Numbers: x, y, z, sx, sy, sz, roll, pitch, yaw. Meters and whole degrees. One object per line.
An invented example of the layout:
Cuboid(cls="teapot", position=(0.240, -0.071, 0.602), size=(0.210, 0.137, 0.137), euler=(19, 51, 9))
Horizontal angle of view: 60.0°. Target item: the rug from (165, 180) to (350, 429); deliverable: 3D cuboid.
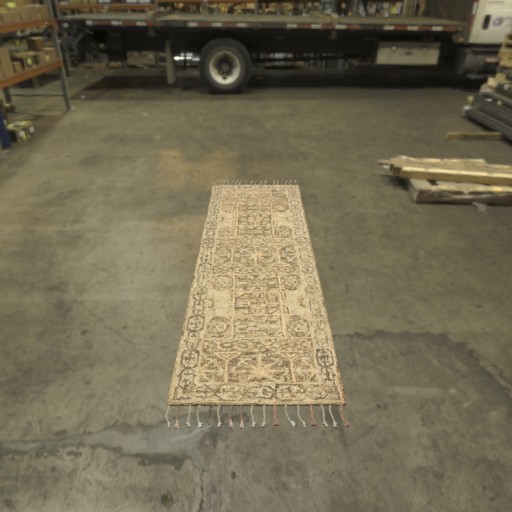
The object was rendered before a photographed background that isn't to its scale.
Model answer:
Cuboid(cls="rug", position=(0.000, 0.000, 2.909), size=(0.762, 0.011, 2.664), euler=(0, 31, 0))
